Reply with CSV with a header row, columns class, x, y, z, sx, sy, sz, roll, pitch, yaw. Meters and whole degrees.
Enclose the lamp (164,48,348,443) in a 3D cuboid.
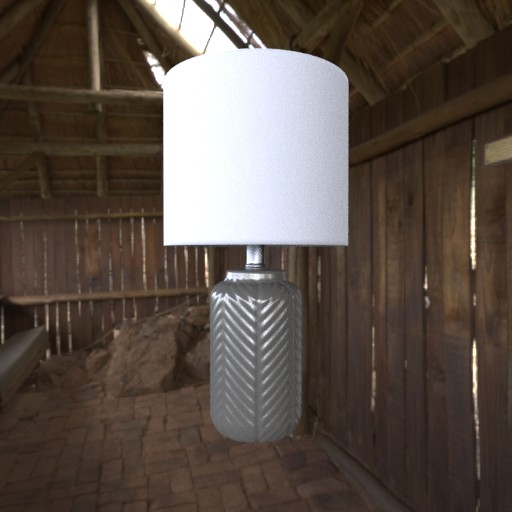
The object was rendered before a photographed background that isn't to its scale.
class,x,y,z,sx,sy,sz,roll,pitch,yaw
lamp,0.000,0.000,0.500,0.203,0.389,0.203,0,1,-36
